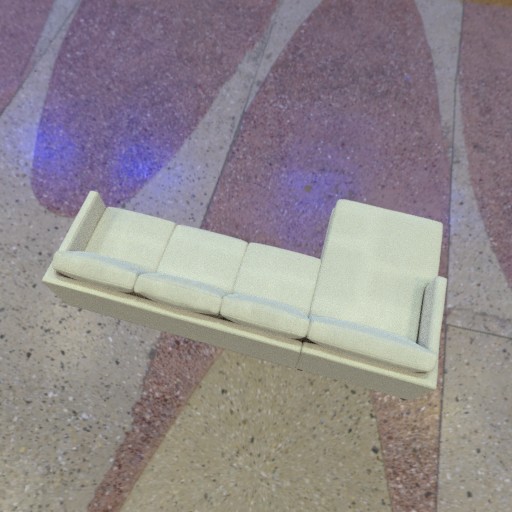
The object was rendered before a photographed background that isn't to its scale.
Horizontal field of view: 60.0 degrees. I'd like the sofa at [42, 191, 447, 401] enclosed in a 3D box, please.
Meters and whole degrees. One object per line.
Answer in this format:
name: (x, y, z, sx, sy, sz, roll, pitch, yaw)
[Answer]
sofa: (0.000, 0.000, 3.958, 3.186, 0.861, 1.625, 14, 65, 7)
